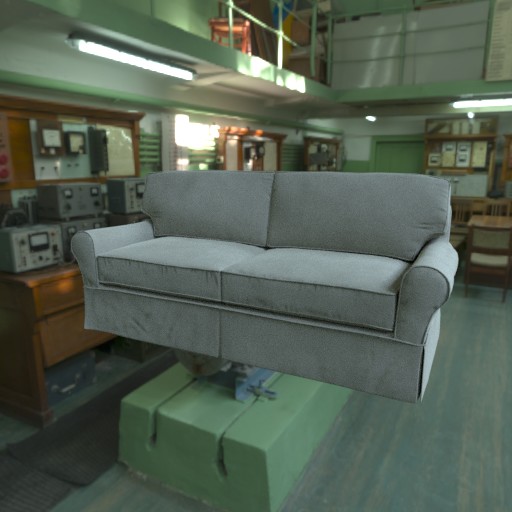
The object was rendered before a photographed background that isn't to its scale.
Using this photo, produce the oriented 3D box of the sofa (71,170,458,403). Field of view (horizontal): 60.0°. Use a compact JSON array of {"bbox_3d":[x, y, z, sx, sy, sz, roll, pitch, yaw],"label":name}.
[{"bbox_3d":[0.000,0.000,2.720,2.246,1.014,0.900,6,14,26],"label":"sofa"}]
